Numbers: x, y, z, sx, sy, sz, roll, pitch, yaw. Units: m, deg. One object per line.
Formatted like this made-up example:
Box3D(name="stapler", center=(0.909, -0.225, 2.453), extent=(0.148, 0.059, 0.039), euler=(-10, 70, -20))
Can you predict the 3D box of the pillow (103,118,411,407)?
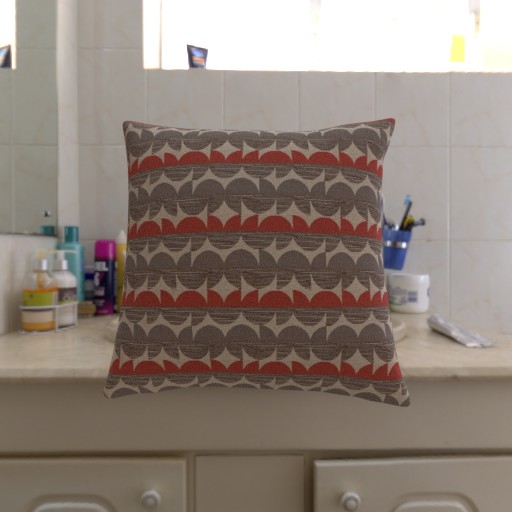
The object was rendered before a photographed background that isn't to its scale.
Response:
Box3D(name="pillow", center=(0.000, 0.000, 0.640), extent=(0.420, 0.410, 0.180), euler=(0, 0, 2))
